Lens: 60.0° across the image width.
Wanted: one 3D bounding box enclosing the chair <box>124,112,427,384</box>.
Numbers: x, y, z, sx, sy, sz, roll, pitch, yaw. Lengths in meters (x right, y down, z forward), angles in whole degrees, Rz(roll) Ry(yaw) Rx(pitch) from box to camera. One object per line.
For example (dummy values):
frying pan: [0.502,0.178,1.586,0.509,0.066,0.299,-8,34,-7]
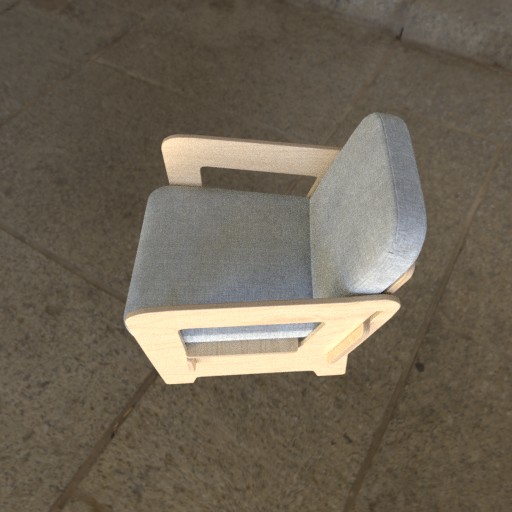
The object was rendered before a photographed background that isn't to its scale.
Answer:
chair: [0.000,0.000,1.303,0.710,0.800,0.590,2,58,1]
